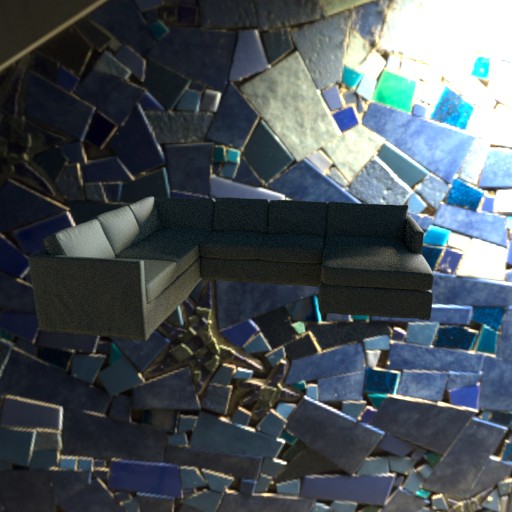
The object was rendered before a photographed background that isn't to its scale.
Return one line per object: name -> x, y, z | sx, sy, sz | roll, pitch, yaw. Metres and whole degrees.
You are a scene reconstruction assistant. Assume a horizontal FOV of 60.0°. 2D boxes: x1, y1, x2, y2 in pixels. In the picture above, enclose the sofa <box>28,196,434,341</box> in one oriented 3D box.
sofa -> 0.000, 0.000, 4.613 | 3.460, 0.882, 2.427 | 3, 17, 10
